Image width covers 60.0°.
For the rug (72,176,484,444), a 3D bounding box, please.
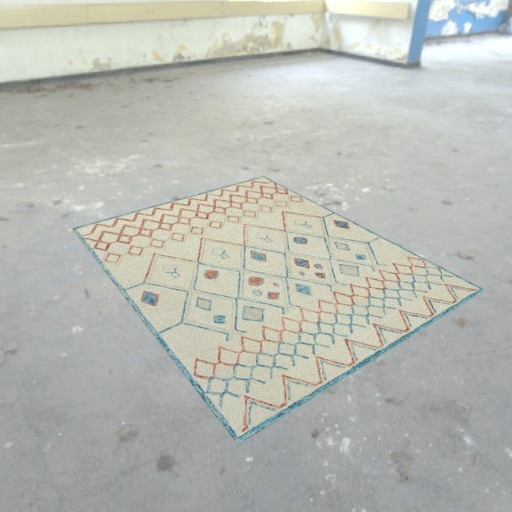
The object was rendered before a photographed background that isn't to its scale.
[{"bbox_3d":[0.000,0.000,4.085,2.441,0.016,3.050,-21,38,-30],"label":"rug"}]
